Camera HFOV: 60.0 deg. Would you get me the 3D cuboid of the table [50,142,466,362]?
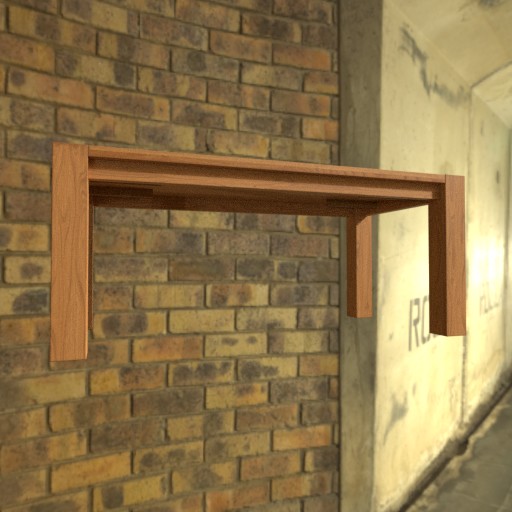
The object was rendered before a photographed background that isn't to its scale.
[{"bbox_3d":[0.000,0.000,2.242,1.800,0.760,0.900,0,-1,-19],"label":"table"}]
